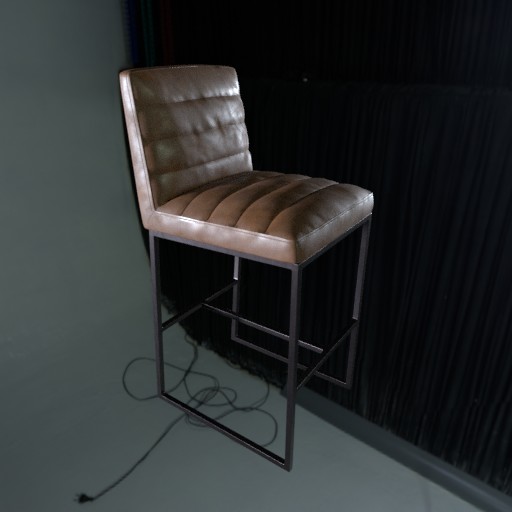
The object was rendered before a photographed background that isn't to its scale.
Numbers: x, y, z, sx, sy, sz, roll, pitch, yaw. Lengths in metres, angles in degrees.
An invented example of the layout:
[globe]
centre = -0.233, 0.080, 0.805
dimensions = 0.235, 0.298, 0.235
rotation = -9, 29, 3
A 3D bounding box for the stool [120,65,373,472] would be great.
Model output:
[stool]
centre = 0.000, 0.000, 1.354
dimensions = 0.562, 1.065, 0.463
rotation = 16, 29, 31
